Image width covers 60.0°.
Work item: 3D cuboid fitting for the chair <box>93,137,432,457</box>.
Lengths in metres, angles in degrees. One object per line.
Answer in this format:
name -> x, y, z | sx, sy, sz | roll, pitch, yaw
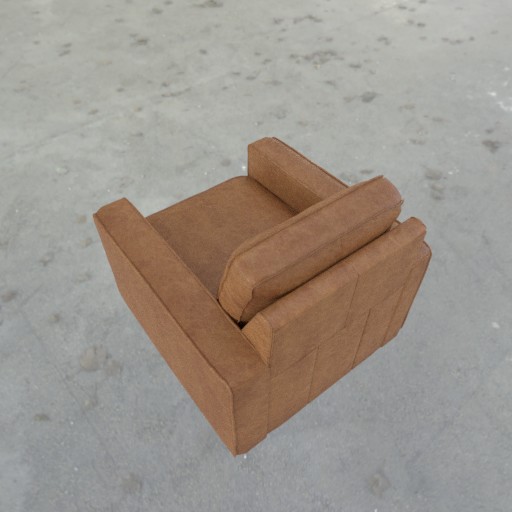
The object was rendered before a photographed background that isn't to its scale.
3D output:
chair -> 0.000, 0.000, 1.812 | 0.987, 0.901, 1.027 | -32, 55, -26
